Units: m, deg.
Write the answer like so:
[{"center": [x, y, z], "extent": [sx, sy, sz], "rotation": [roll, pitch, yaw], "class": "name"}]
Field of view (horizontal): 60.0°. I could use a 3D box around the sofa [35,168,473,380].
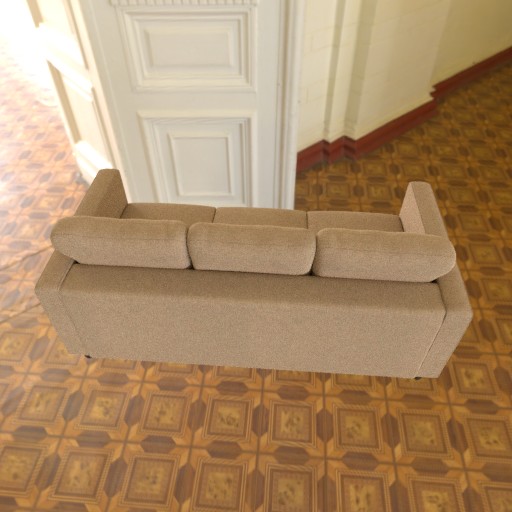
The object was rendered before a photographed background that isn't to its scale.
[{"center": [0.000, 0.000, 2.303], "extent": [1.855, 0.800, 0.930], "rotation": [3, 46, 3], "class": "sofa"}]
